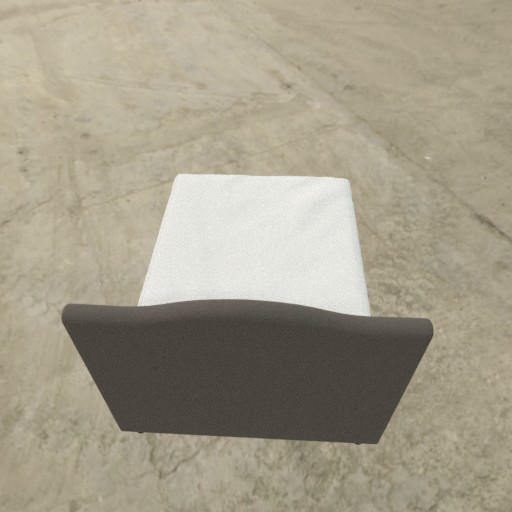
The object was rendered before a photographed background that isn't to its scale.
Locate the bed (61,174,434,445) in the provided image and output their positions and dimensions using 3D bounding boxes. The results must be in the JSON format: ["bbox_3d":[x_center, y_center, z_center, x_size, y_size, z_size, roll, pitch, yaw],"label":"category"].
[{"bbox_3d":[0.000,0.000,3.072,1.666,1.387,2.036,2,46,2],"label":"bed"}]
